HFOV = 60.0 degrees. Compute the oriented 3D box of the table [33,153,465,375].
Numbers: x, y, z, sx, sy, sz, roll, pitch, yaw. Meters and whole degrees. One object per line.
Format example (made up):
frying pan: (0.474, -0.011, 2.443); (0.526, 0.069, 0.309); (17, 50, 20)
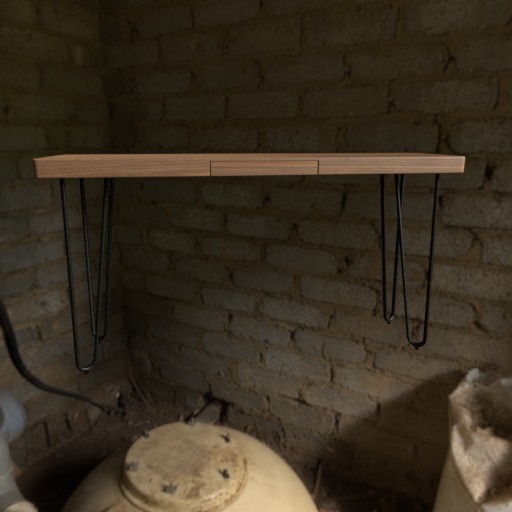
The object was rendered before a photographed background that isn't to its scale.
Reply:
table: (0.000, 0.000, 1.883); (1.570, 0.834, 0.425); (-2, 15, -8)
